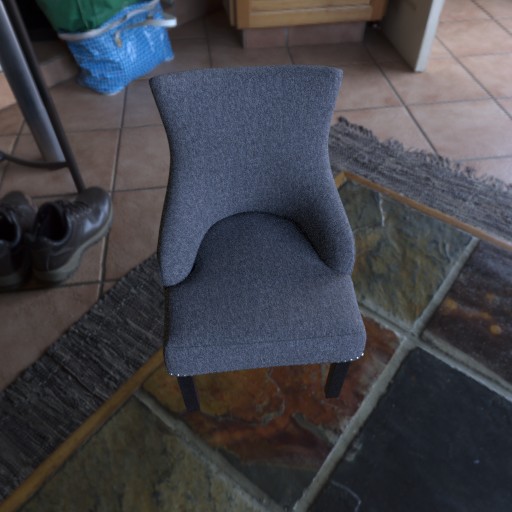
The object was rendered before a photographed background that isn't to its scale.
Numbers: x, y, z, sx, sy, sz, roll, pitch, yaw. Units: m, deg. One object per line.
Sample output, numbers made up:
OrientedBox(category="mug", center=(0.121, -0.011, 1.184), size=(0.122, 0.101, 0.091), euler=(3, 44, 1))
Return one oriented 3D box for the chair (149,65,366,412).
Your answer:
OrientedBox(category="chair", center=(0.000, 0.000, 1.334), size=(0.566, 0.909, 0.629), euler=(-4, 49, -4))
